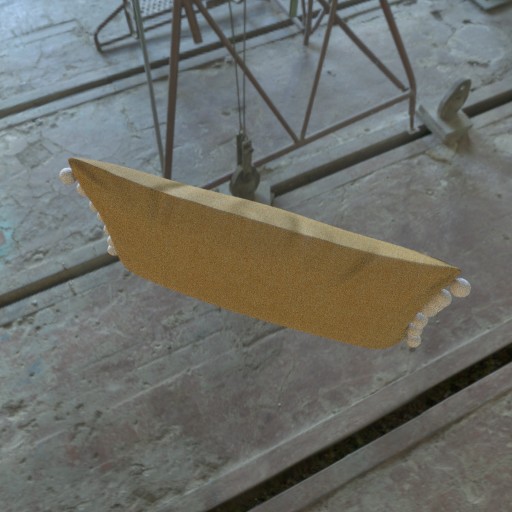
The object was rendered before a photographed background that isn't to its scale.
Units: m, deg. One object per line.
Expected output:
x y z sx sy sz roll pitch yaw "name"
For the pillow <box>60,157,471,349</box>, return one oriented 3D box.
0.000 0.000 0.834 0.709 0.322 0.201 16 63 9 "pillow"
